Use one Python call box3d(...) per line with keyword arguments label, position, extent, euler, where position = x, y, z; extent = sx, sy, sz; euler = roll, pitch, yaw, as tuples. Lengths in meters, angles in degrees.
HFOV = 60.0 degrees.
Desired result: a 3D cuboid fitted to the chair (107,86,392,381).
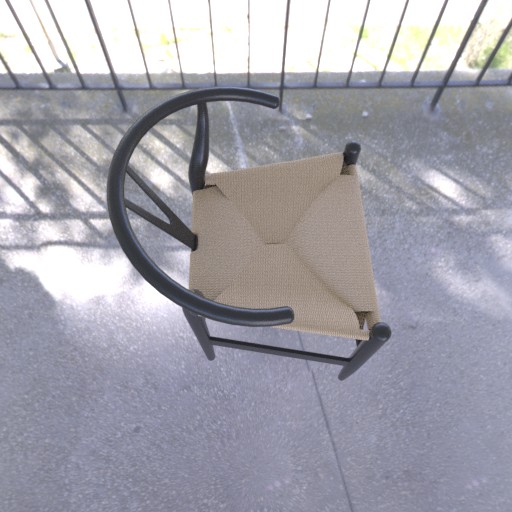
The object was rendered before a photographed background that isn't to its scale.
box3d(label="chair", position=(0.000, 0.000, 1.175), extent=(0.570, 0.739, 0.570), euler=(-1, 64, -1))
